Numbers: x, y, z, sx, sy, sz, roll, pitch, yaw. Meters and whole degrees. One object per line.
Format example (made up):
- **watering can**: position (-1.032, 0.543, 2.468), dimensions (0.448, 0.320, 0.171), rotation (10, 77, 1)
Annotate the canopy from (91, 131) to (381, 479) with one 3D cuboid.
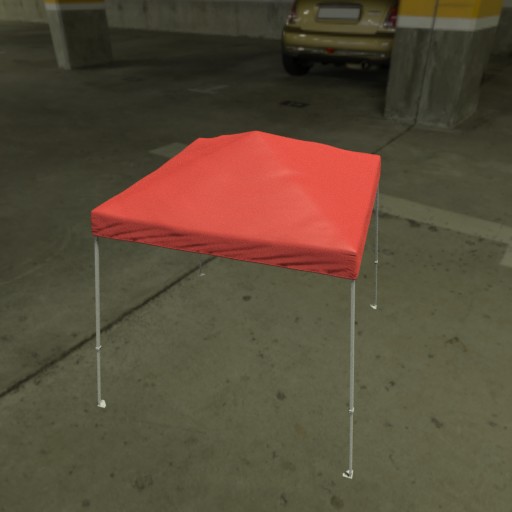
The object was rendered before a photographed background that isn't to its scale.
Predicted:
- **canopy**: position (0.000, 0.000, 5.057), dimensions (2.849, 2.849, 2.848), rotation (9, 33, 15)
